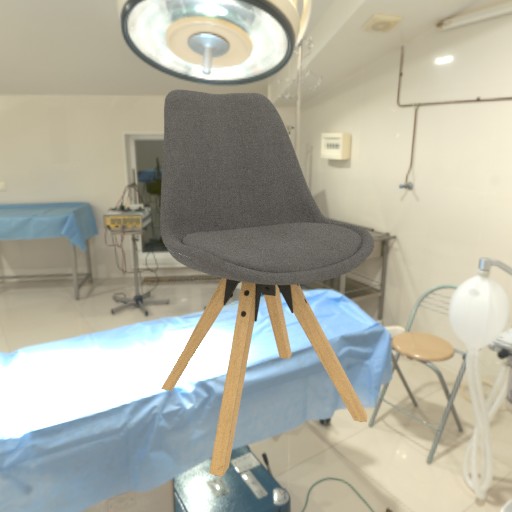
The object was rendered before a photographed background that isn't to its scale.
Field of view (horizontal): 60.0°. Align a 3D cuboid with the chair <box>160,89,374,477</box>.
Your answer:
[{"bbox_3d":[0.000,0.000,1.162,0.485,0.850,0.550,-8,17,-27],"label":"chair"}]
